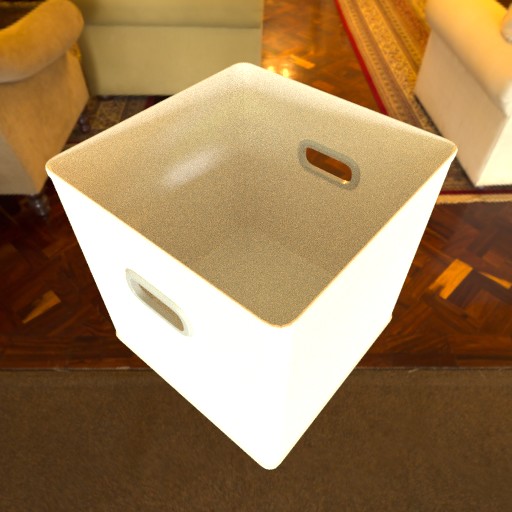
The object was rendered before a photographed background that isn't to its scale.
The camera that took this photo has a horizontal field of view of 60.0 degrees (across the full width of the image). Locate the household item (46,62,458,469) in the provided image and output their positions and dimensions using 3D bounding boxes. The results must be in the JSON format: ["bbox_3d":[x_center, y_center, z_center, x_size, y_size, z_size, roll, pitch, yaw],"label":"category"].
[{"bbox_3d":[0.000,0.000,0.557,0.305,0.305,0.305,32,55,26],"label":"household item"}]
